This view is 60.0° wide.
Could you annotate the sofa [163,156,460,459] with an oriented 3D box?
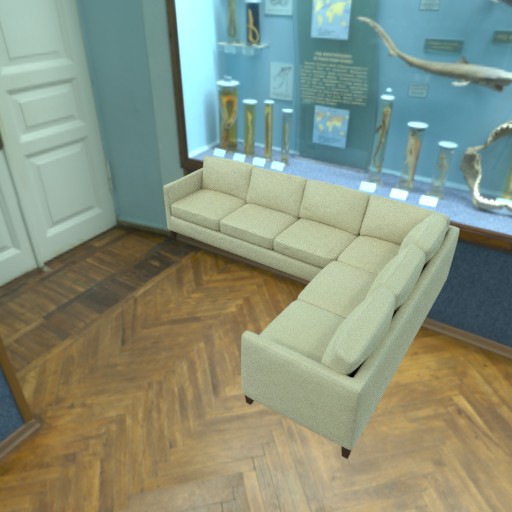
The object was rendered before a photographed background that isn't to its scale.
[{"bbox_3d":[0.000,0.000,4.489,3.302,0.947,2.593,20,37,29],"label":"sofa"}]
